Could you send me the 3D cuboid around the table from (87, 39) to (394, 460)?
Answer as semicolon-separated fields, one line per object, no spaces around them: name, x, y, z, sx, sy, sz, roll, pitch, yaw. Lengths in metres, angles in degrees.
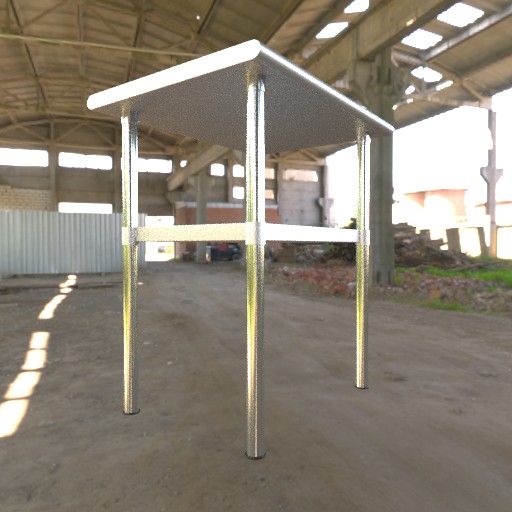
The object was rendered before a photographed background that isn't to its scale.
table;0.000;0.000;1.352;0.584;0.876;0.762;1;2;36
